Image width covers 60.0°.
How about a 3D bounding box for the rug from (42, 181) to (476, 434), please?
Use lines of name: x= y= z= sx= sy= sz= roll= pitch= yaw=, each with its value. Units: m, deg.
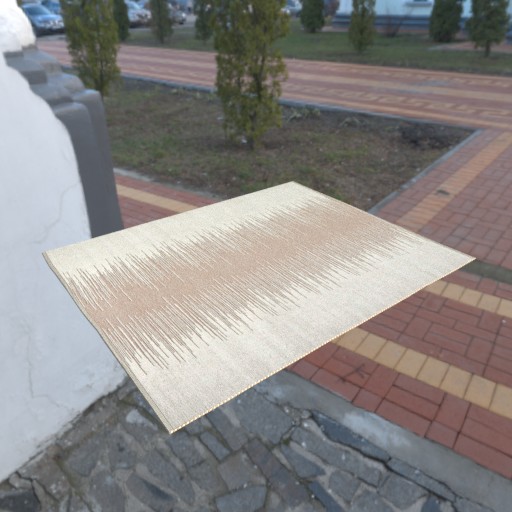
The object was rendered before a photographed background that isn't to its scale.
rug: x=0.000 y=0.000 z=3.967 sx=3.048 sy=0.013 sz=2.438 roll=-21 pitch=36 yaw=-32
